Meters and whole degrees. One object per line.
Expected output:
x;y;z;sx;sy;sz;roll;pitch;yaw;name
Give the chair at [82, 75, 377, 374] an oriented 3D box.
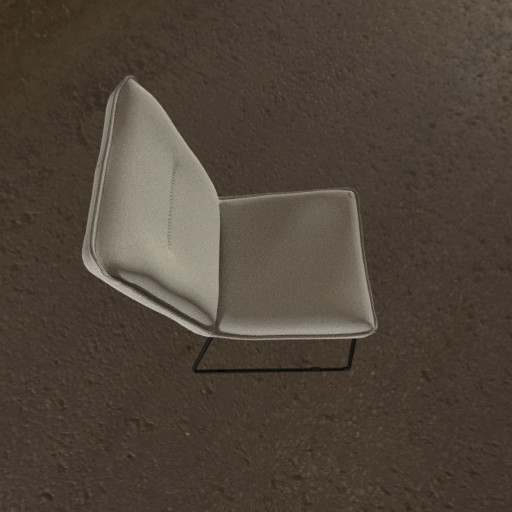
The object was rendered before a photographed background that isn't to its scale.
0.000;0.000;1.334;0.688;0.930;0.515;-1;64;-1;chair
